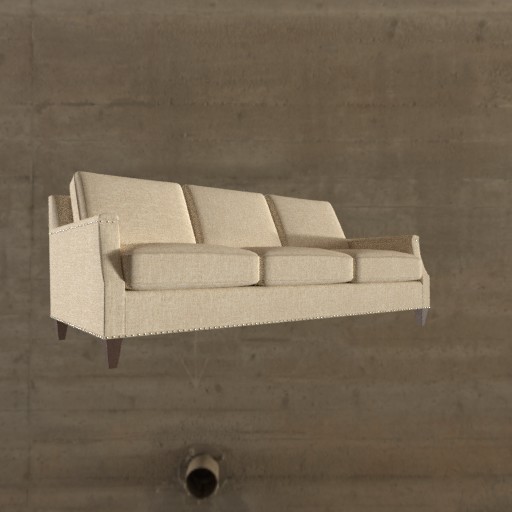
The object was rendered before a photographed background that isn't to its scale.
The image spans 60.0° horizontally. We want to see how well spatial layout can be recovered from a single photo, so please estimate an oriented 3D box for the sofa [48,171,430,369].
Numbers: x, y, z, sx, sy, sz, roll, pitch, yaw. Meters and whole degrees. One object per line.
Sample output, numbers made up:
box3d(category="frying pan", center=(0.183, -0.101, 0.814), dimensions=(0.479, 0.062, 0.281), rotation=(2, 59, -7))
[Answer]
box3d(category="sofa", center=(0.000, 0.000, 2.777), dimensions=(2.210, 0.940, 1.041), rotation=(1, -2, -36))
